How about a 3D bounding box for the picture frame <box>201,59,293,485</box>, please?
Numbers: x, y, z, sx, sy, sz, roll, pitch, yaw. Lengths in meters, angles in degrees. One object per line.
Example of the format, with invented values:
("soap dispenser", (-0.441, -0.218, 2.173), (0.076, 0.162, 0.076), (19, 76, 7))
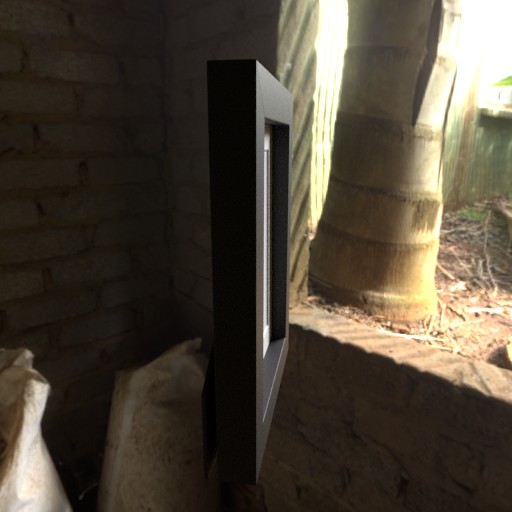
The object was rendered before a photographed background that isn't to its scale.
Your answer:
("picture frame", (0.000, 0.000, 0.284), (0.028, 0.208, 0.157), (3, 15, 10))
